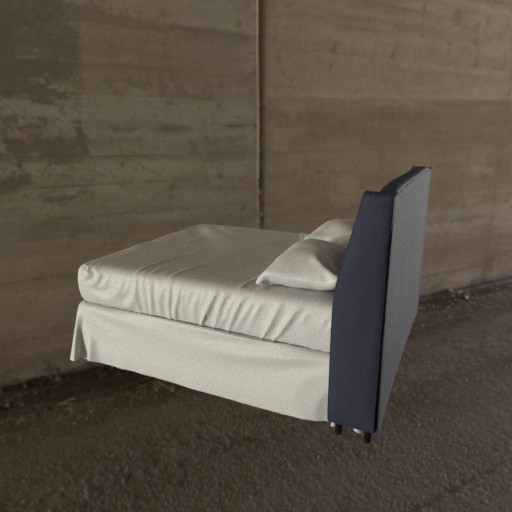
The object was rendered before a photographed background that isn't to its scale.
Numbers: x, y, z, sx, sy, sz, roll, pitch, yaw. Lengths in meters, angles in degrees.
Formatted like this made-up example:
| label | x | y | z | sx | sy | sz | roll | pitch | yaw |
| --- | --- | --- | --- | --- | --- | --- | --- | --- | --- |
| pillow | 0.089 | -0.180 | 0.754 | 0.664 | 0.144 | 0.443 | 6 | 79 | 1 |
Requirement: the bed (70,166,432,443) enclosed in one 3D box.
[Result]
| label | x | y | z | sx | sy | sz | roll | pitch | yaw |
| --- | --- | --- | --- | --- | --- | --- | --- | --- | --- |
| bed | 0.000 | 0.000 | 3.393 | 2.276 | 1.332 | 1.925 | 7 | 17 | 24 |
